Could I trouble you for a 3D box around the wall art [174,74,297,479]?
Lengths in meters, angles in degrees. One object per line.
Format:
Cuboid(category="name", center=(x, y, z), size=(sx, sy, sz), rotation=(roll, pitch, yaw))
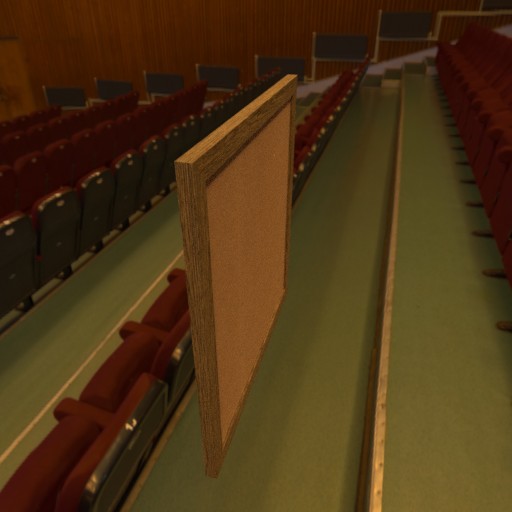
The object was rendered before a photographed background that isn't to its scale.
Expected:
Cuboid(category="wall art", center=(0.000, 0.000, 0.765), size=(0.019, 0.508, 0.508), rotation=(8, 32, 14))
